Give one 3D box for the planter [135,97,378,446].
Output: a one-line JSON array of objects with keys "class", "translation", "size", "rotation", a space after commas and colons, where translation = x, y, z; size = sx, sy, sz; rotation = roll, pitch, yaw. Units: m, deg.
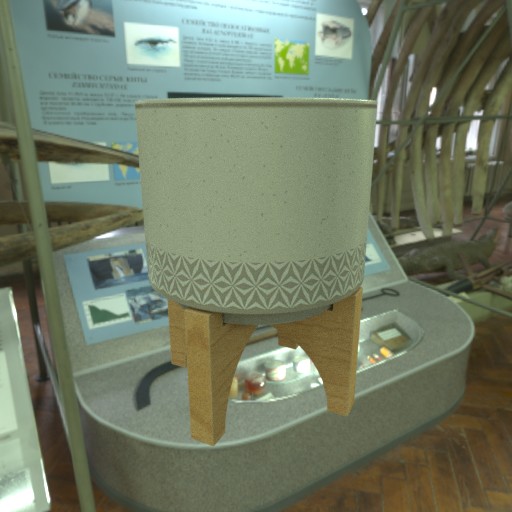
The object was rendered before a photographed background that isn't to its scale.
[{"class": "planter", "translation": [0.000, 0.000, 0.271], "size": [0.130, 0.178, 0.130], "rotation": [0, 18, 0]}]
